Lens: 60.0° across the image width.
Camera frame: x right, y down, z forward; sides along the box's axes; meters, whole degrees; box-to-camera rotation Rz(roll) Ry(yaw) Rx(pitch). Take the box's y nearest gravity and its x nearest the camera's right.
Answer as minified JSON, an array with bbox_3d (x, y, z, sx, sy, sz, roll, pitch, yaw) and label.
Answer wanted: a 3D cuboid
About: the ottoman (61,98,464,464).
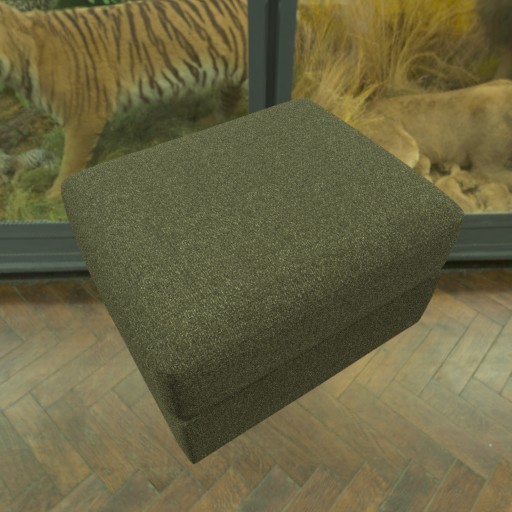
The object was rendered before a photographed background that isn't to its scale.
[{"bbox_3d":[0.000,0.000,1.104,0.742,0.476,0.598,-25,52,-21],"label":"ottoman"}]
